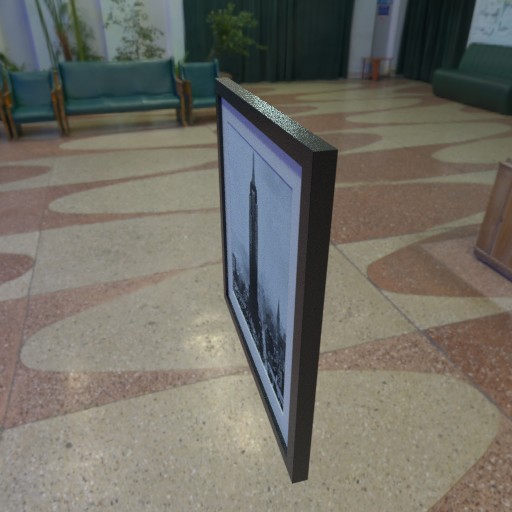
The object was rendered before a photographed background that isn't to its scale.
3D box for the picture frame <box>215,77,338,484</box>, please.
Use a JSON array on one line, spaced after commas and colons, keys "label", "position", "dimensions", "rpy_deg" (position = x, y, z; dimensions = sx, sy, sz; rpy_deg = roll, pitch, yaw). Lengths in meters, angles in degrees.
[{"label": "picture frame", "position": [0.000, 0.000, 0.835], "dimensions": [0.029, 0.557, 0.559], "rpy_deg": [-8, 30, -13]}]
